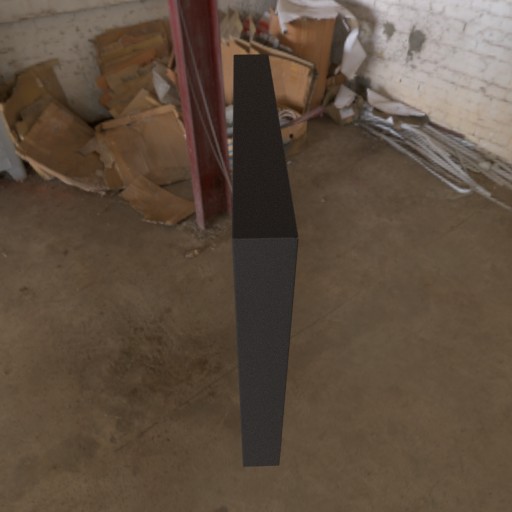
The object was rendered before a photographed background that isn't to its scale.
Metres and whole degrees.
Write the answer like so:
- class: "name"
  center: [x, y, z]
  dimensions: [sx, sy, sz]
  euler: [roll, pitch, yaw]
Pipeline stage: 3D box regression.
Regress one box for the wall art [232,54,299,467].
- class: "wall art"
  center: [0.000, 0.000, 0.463]
  dimensions: [0.037, 0.305, 0.305]
  euler: [-1, 42, -1]
